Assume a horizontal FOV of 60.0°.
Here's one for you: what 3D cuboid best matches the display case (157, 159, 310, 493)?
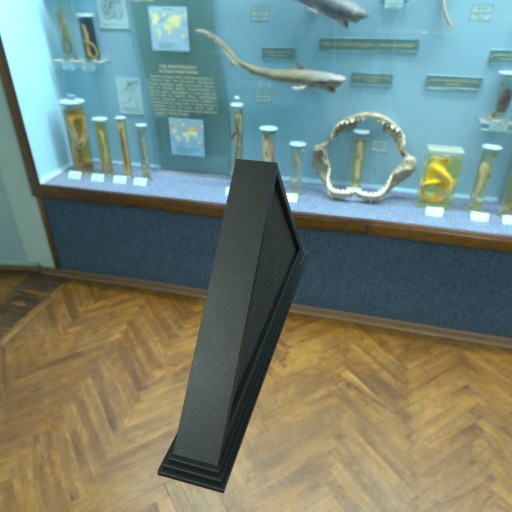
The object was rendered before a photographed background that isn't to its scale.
[{"bbox_3d":[0.000,0.000,0.766,0.095,0.340,0.640,8,32,14],"label":"display case"}]
